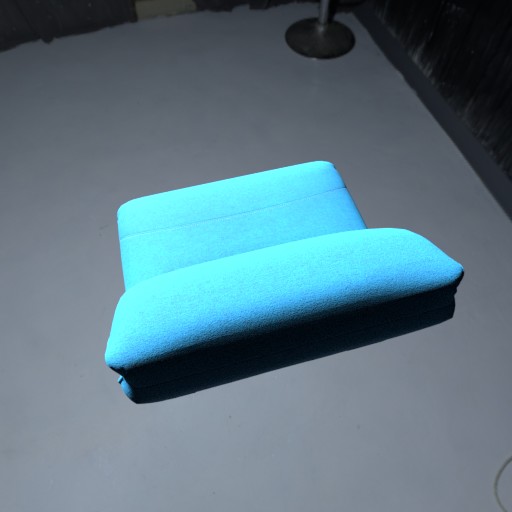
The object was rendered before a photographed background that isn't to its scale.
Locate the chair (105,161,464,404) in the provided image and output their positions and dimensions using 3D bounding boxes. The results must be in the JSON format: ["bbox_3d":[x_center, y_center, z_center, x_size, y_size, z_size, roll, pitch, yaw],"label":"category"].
[{"bbox_3d":[0.000,0.000,1.325,0.820,0.580,0.780,-13,59,-8],"label":"chair"}]
